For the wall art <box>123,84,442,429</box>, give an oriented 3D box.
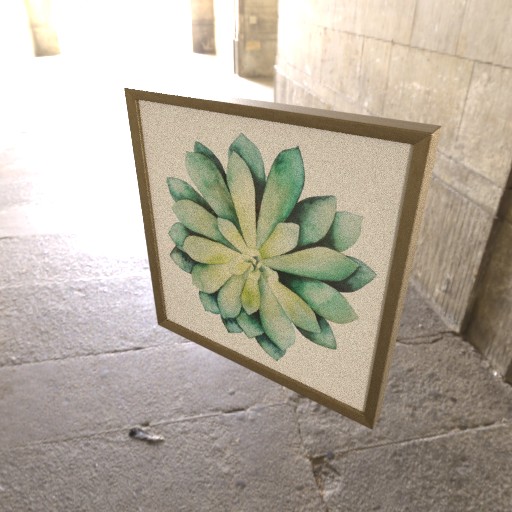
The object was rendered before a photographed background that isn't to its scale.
[{"bbox_3d":[0.000,0.000,0.760,0.503,0.506,0.040,19,36,28],"label":"wall art"}]
